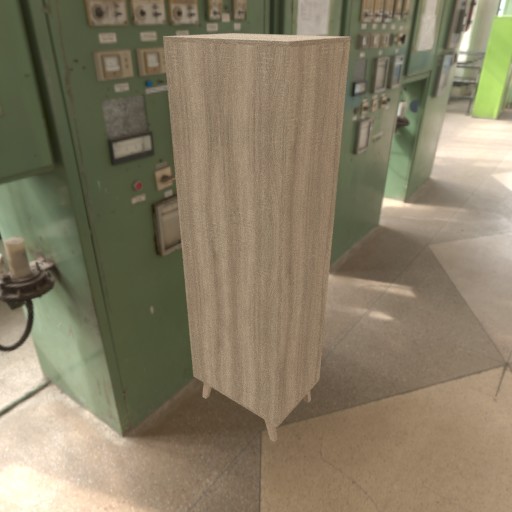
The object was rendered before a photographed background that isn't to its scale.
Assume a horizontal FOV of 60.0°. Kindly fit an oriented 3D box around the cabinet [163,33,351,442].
[{"bbox_3d":[0.000,0.000,2.084,0.570,1.850,0.400,20,34,32],"label":"cabinet"}]
